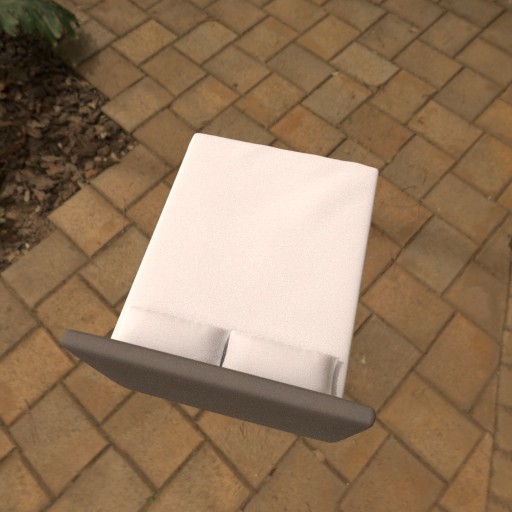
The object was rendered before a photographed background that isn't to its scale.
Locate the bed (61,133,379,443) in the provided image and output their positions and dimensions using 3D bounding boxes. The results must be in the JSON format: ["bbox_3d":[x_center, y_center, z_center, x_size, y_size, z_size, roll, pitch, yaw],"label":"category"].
[{"bbox_3d":[0.000,0.000,3.234,1.723,1.330,2.142,13,64,6],"label":"bed"}]
